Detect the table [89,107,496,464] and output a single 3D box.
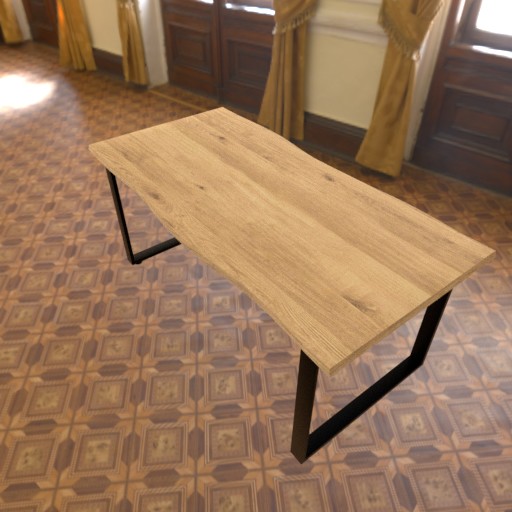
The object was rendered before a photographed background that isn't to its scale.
[{"bbox_3d":[0.000,0.000,2.240,0.900,0.780,1.800,-26,46,-28],"label":"table"}]
